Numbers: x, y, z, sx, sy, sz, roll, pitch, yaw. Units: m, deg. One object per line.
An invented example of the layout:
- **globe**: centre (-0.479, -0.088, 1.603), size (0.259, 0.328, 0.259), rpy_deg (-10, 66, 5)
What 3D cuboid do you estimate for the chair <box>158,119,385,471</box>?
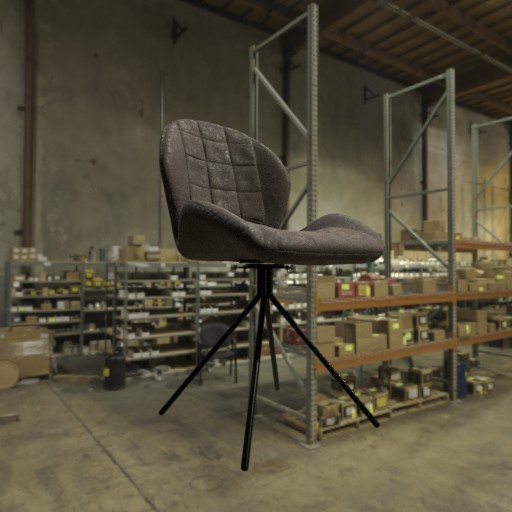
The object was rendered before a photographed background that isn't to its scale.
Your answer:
- **chair**: centre (0.000, 0.000, 1.293), size (0.527, 0.934, 0.640), rpy_deg (1, -1, -36)
